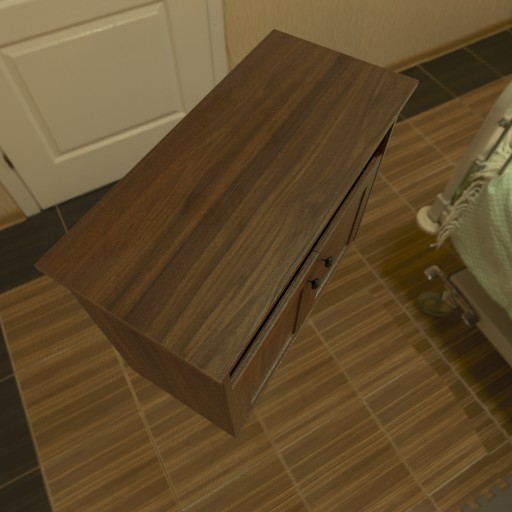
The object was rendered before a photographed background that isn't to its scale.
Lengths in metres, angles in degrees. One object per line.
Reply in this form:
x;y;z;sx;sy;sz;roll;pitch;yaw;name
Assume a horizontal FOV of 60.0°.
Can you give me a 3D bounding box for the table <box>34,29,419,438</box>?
0.000;0.000;1.184;0.390;0.725;0.802;28;63;16;table
